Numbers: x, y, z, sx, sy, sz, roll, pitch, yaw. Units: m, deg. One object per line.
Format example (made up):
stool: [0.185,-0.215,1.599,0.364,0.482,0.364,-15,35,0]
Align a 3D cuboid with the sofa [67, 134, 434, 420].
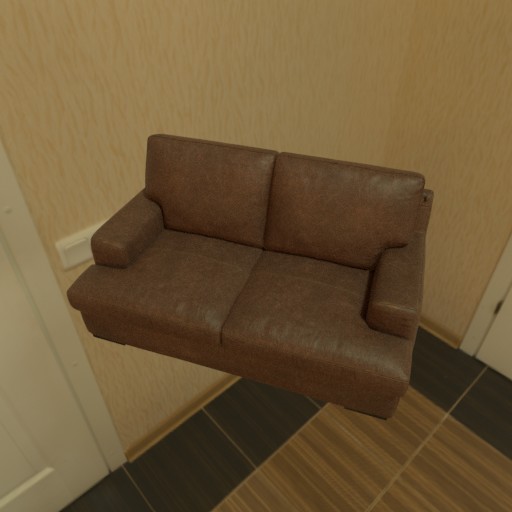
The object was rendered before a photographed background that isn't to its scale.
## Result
sofa: [0.000,0.000,2.553,1.880,0.939,1.143,12,41,14]
